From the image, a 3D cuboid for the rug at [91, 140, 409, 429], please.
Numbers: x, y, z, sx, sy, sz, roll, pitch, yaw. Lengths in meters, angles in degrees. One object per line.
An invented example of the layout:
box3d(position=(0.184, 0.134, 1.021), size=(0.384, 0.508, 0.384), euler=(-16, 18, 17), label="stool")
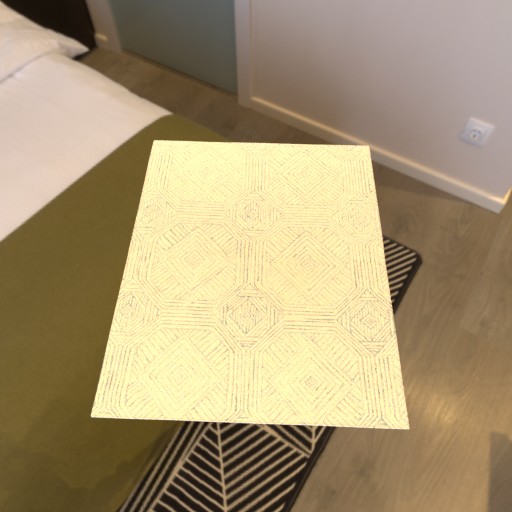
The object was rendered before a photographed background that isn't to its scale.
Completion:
box3d(position=(0.000, 0.000, 4.224), size=(2.457, 0.015, 3.049), euler=(2, 57, 1), label="rug")
